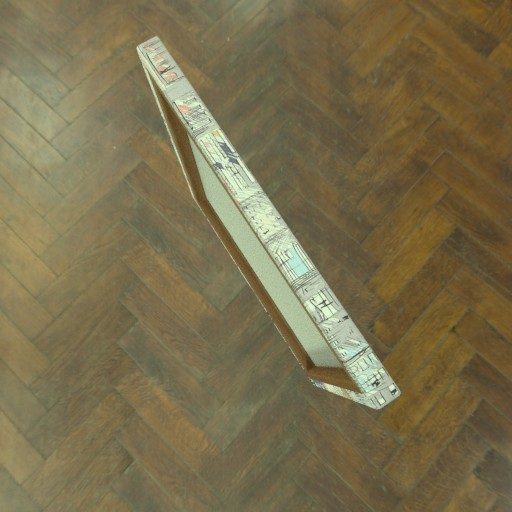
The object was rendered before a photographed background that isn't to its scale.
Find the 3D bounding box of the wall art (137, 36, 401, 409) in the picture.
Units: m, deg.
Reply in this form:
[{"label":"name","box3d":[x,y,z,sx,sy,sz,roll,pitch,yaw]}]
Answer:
[{"label":"wall art","box3d":[0.000,0.000,1.118,0.048,0.762,0.761,-32,78,-7]}]
